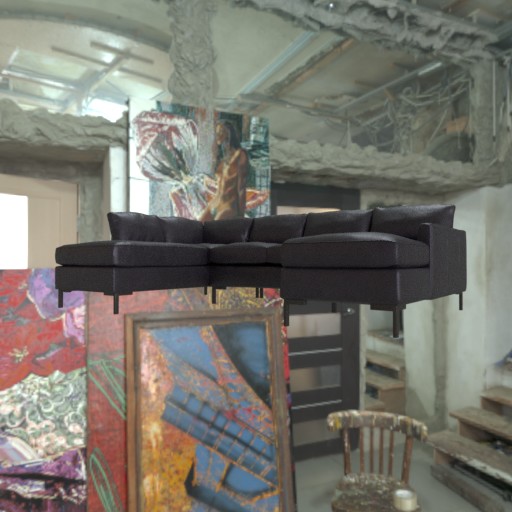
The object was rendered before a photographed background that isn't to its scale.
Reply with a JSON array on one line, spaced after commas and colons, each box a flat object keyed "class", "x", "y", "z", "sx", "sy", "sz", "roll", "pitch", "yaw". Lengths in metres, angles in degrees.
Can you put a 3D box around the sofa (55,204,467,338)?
[{"class": "sofa", "x": 0.000, "y": 0.000, "z": 3.760, "sx": 2.956, "sy": 0.900, "sz": 1.939, "roll": 0, "pitch": -1, "yaw": 36}]
